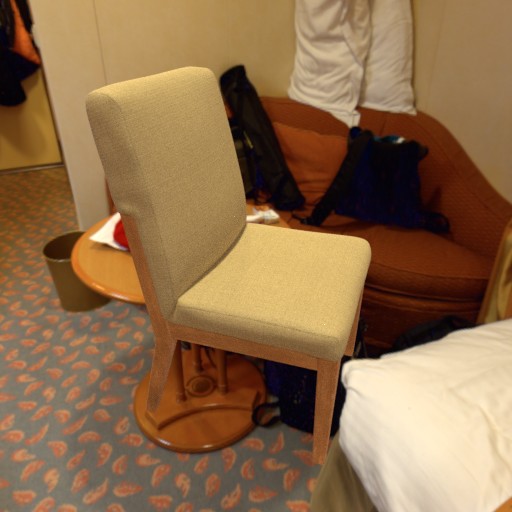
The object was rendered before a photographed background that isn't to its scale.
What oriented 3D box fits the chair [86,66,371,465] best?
[{"bbox_3d":[0.000,0.000,1.220,0.586,0.911,0.507,10,31,17],"label":"chair"}]
